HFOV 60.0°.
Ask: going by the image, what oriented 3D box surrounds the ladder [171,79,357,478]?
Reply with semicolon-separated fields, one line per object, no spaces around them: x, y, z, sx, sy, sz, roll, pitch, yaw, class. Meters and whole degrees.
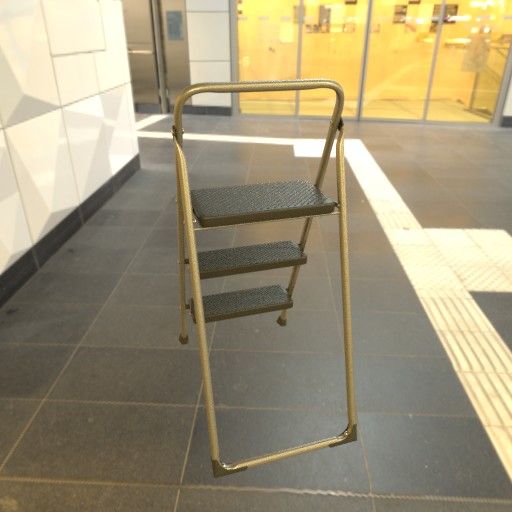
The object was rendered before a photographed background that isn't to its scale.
0.000;0.000;1.259;0.430;0.945;0.629;-8;28;-15;ladder
